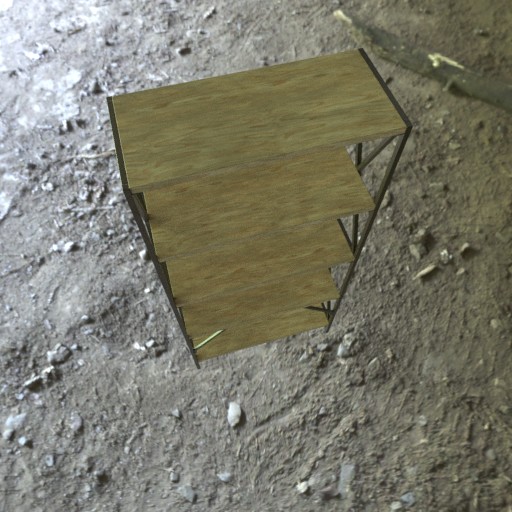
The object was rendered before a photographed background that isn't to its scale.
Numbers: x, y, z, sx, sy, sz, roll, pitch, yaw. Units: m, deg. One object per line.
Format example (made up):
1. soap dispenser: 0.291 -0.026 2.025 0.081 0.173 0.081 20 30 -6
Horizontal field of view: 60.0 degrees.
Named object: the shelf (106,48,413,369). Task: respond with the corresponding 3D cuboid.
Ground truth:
1. shelf: 0.000 0.000 2.150 0.874 1.803 0.386 -14 61 -8
